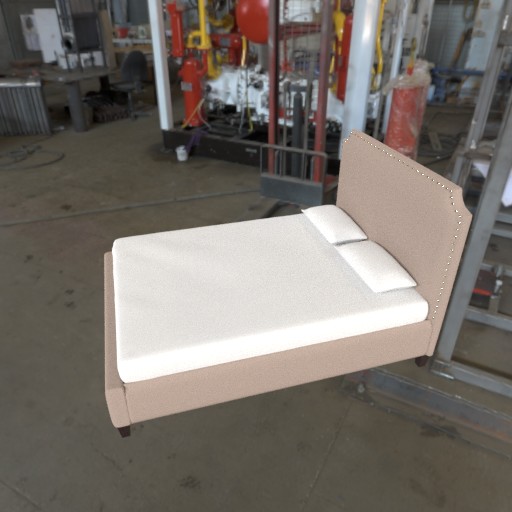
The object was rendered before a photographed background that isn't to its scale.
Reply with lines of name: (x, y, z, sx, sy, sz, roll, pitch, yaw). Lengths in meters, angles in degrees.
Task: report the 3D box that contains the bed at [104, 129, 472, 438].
bed: (0.000, 0.000, 3.466, 2.372, 1.443, 1.713, -9, 32, -14)
